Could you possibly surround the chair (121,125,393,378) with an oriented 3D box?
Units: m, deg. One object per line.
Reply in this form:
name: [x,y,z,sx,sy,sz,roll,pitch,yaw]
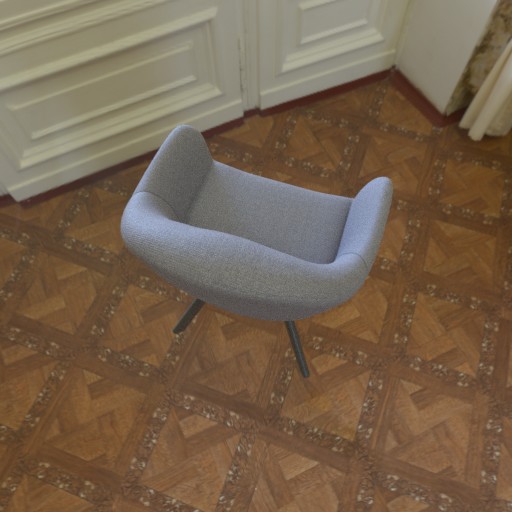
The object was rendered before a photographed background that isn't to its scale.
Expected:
chair: [0.000,0.000,1.230,0.590,0.795,0.550,17,64,9]
